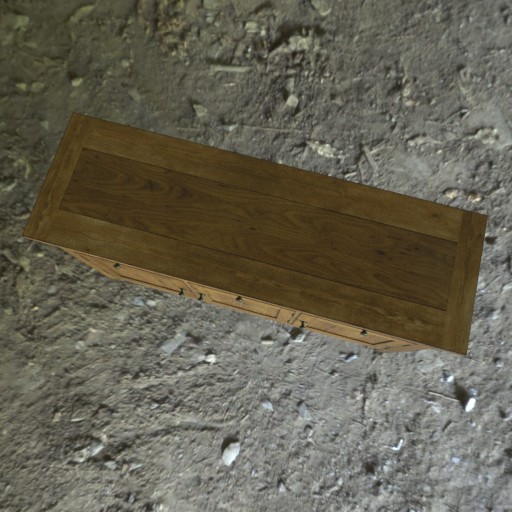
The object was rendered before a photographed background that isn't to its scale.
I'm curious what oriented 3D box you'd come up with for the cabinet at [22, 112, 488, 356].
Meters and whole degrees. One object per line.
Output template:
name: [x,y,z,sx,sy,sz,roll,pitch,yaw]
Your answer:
cabinet: [0.000,0.000,1.861,1.474,0.813,0.480,15,76,4]
